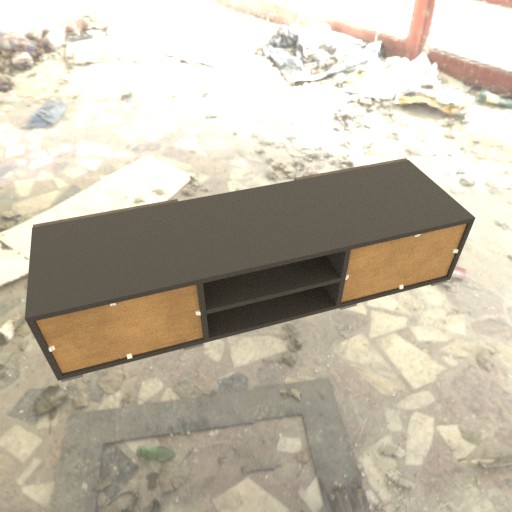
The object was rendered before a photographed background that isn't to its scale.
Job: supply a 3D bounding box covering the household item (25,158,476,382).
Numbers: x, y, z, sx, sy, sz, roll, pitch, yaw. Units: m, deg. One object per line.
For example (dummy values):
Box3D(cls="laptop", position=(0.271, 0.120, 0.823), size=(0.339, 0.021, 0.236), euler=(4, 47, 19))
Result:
Box3D(cls="household item", position=(0.000, 0.000, 1.564), size=(1.400, 0.310, 0.420), euler=(-12, 43, -13))
